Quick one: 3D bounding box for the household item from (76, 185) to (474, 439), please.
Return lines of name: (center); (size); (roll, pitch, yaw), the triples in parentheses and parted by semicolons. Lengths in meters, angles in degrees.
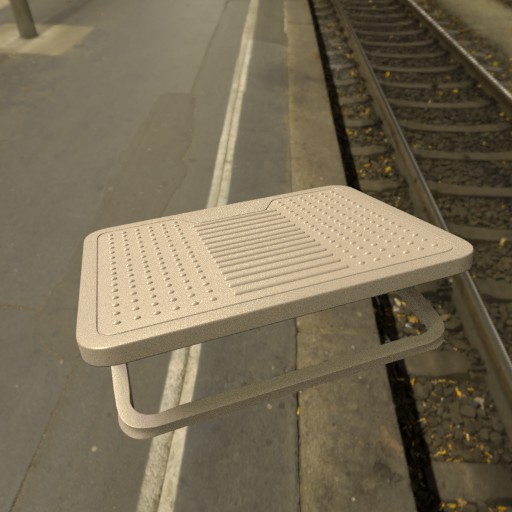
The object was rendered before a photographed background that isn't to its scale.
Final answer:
household item: (0.000, 0.000, 0.526); (0.390, 0.126, 0.301); (-13, 42, -14)
